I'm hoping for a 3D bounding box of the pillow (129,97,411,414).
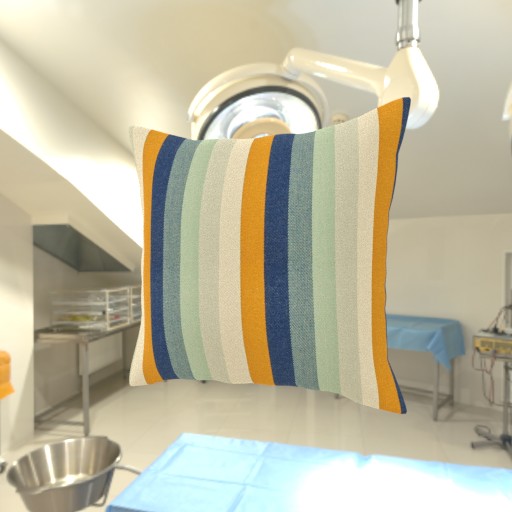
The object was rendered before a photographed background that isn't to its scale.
[{"bbox_3d":[0.000,0.000,0.704,0.463,0.454,0.173,0,1,18],"label":"pillow"}]
